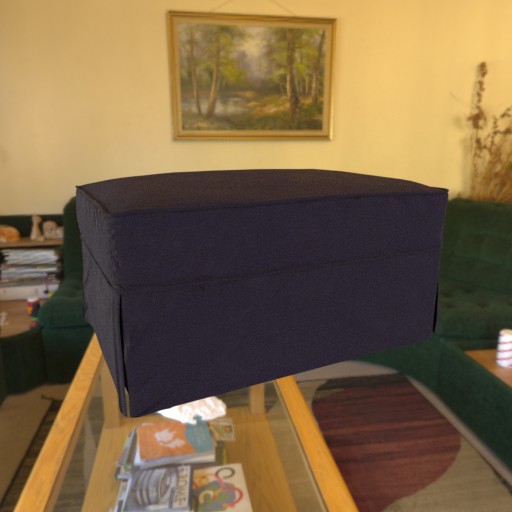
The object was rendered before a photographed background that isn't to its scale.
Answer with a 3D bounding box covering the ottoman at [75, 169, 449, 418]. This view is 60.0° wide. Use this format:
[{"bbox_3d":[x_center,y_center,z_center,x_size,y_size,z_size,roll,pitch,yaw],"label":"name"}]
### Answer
[{"bbox_3d":[0.000,0.000,1.314,0.938,0.503,0.637,-7,16,-26],"label":"ottoman"}]
